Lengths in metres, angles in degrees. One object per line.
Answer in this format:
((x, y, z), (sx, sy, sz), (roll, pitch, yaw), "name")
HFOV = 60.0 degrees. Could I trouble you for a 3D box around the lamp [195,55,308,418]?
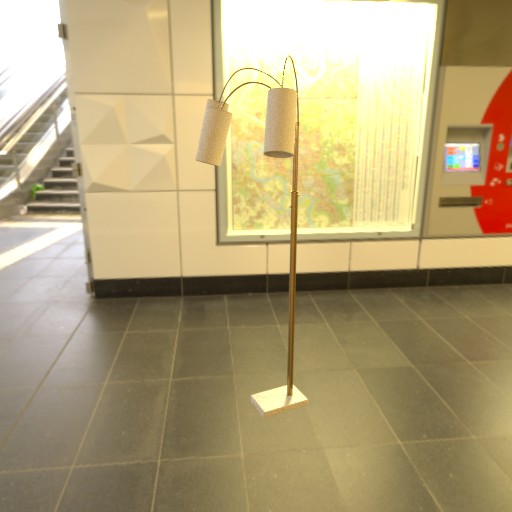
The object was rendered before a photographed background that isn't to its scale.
((0.000, 0.000, 2.531), (0.667, 2.055, 1.020), (-8, 18, -25), "lamp")
